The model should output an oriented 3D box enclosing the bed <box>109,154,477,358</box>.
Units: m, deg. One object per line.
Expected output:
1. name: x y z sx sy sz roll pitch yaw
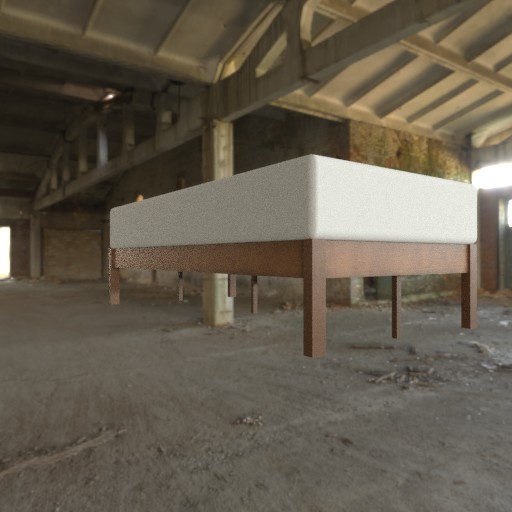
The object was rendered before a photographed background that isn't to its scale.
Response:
1. bed: 0.000 0.000 2.371 0.961 0.616 1.902 0 0 -36
